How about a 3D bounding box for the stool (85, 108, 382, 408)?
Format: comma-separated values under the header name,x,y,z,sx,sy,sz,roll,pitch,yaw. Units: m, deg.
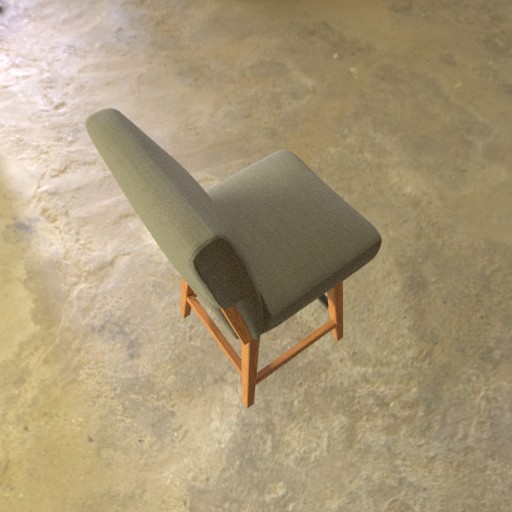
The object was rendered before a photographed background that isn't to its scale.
name,x,y,z,sx,sy,sz,roll,pitch,yaw
stool,0.000,0.000,1.295,0.570,1.019,0.459,-31,62,-19
